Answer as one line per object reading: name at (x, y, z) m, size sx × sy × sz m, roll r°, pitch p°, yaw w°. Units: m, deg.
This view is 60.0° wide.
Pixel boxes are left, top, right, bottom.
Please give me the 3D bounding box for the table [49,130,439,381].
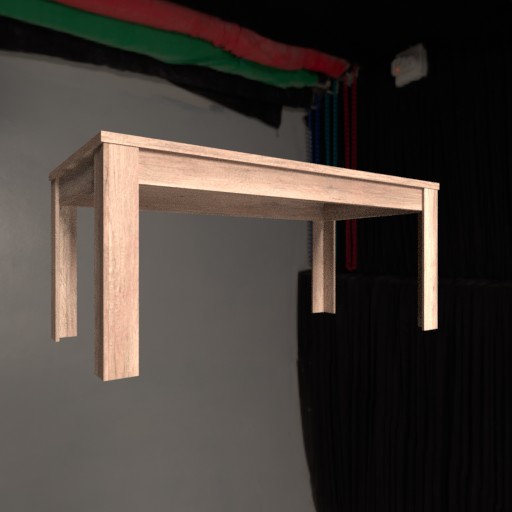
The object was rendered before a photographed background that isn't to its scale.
table at (0.000, 0.000, 2.272) m, size 1.800 × 0.790 × 0.900 m, roll 0°, pitch 0°, yaw -35°
